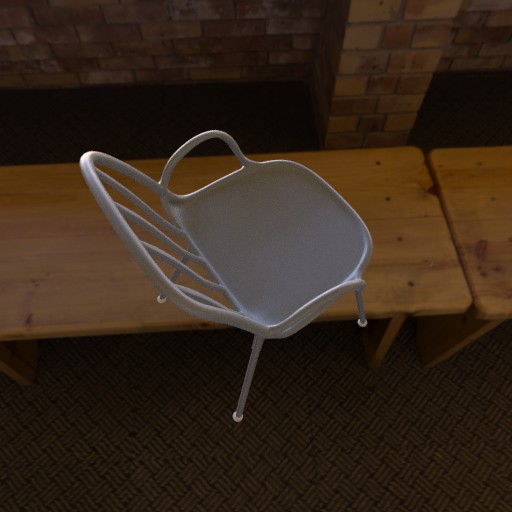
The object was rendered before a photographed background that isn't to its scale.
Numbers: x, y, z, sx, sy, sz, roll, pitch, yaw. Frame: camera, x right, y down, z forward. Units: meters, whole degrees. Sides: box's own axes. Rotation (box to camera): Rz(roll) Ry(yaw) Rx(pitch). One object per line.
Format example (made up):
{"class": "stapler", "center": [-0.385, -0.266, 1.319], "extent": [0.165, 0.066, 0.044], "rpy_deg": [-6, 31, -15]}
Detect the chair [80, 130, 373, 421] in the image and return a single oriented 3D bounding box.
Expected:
{"class": "chair", "center": [0.000, 0.000, 1.178], "extent": [0.597, 0.816, 0.549], "rpy_deg": [-31, 64, -17]}
